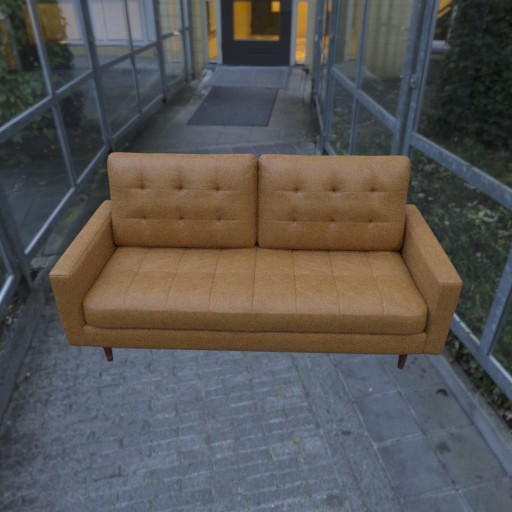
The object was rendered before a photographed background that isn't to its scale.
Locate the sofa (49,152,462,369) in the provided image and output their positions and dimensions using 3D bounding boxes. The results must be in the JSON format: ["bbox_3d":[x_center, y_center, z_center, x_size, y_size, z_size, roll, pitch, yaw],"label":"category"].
[{"bbox_3d":[0.000,0.000,2.297,1.821,0.898,0.850,1,32,2],"label":"sofa"}]
